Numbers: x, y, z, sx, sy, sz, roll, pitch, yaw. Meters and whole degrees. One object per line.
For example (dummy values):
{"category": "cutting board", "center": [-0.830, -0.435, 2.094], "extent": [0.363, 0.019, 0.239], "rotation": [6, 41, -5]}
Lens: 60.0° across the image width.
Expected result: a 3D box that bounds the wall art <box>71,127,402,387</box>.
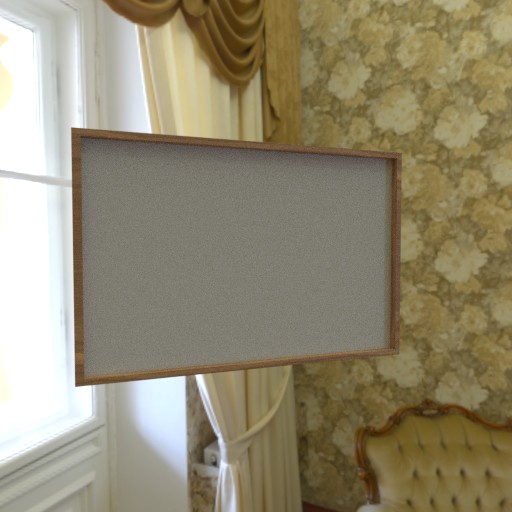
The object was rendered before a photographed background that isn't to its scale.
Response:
{"category": "wall art", "center": [0.000, 0.000, 1.490], "extent": [1.137, 0.756, 0.034], "rotation": [-1, 2, -19]}
